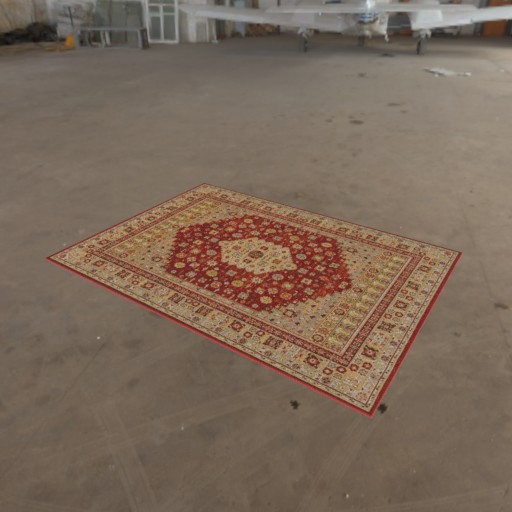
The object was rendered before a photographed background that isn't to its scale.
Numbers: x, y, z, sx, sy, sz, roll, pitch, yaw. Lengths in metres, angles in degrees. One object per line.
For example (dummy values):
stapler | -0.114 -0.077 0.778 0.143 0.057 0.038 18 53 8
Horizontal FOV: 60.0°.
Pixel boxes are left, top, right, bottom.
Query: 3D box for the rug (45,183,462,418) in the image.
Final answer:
rug | 0.000 0.000 2.891 2.211 0.013 1.593 19 36 29
